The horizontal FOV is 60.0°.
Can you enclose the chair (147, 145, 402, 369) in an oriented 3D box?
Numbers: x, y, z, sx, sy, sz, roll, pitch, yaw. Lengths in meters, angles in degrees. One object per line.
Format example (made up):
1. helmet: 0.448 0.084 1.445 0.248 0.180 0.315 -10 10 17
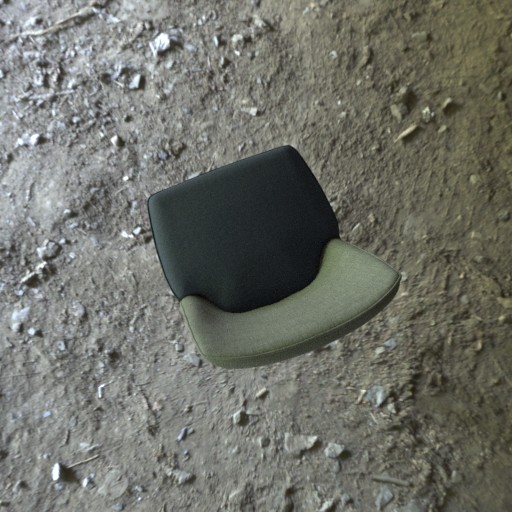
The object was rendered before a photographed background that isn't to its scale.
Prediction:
1. chair: 0.000 0.000 1.177 0.488 0.855 0.550 -21 77 -5
